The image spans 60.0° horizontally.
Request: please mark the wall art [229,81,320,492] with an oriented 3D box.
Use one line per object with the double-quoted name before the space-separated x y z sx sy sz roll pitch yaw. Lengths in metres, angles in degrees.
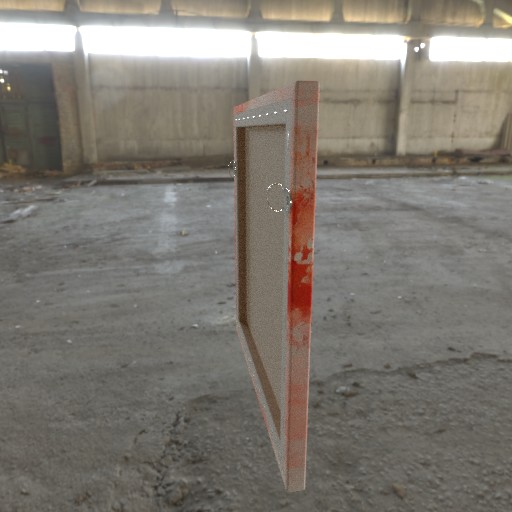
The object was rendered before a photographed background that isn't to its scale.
"wall art" 0.000 0.000 1.110 0.064 0.746 0.747 -3 16 -10
